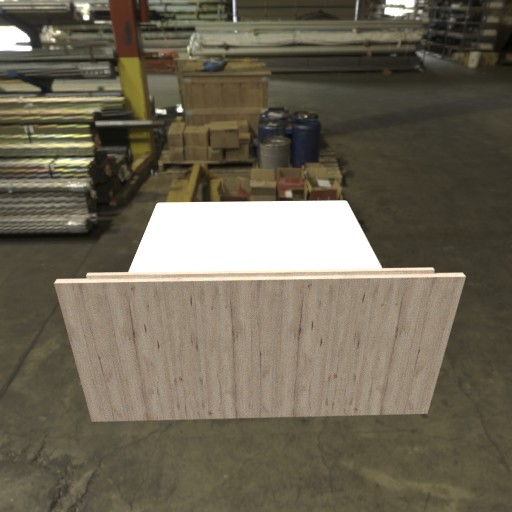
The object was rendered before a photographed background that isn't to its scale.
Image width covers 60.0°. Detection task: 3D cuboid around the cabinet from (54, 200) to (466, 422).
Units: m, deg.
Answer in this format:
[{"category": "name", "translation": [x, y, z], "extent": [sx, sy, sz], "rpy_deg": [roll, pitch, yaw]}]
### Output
[{"category": "cabinet", "translation": [0.000, 0.000, 3.232], "extent": [1.950, 0.970, 2.080], "rpy_deg": [-1, 30, -1]}]
